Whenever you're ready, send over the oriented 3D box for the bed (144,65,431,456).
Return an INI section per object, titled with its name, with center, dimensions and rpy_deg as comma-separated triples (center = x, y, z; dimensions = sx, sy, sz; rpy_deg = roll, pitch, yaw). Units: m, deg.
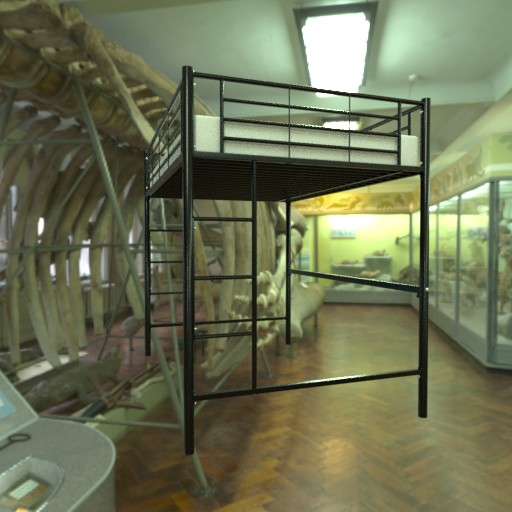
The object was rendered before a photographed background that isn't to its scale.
[bed]
center = 0.000, 0.000, 3.205
dimensions = 1.397, 1.803, 1.994
rpy_deg = -1, 2, -19
